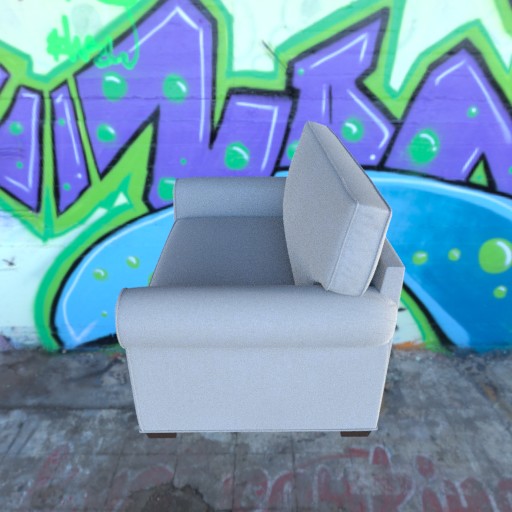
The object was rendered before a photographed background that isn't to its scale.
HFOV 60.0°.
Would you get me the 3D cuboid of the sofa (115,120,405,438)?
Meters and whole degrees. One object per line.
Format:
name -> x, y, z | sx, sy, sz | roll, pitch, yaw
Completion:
sofa -> 0.000, 0.000, 2.064 | 0.937, 1.006, 1.405 | 0, 27, 0
